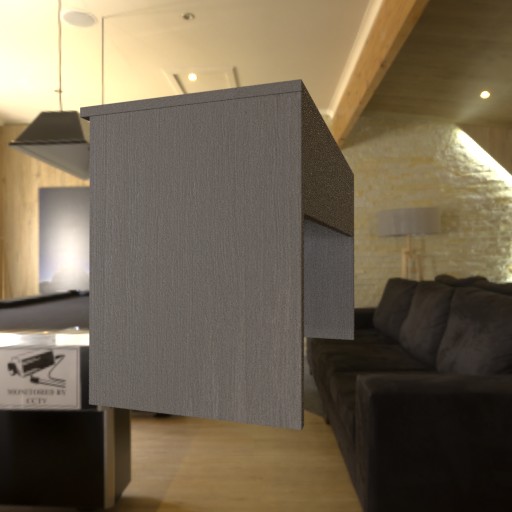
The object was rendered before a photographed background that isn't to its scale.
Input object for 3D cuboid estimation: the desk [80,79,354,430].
[{"bbox_3d":[0.000,0.000,1.529,0.557,0.729,1.099,0,0,18],"label":"desk"}]
